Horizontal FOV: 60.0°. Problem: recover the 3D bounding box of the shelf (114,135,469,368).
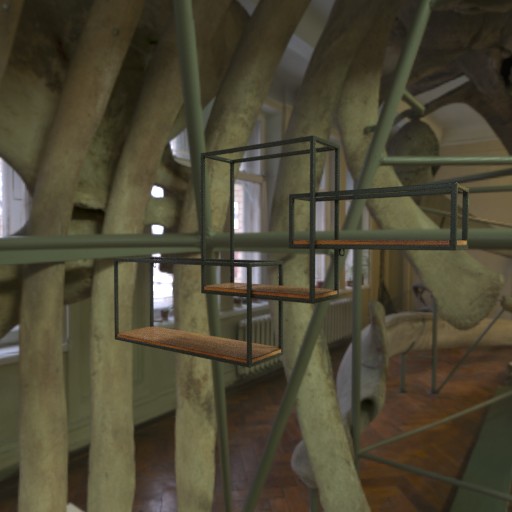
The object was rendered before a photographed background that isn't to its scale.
[{"bbox_3d":[0.000,0.000,2.072,1.781,0.972,0.275,1,2,36],"label":"shelf"}]
